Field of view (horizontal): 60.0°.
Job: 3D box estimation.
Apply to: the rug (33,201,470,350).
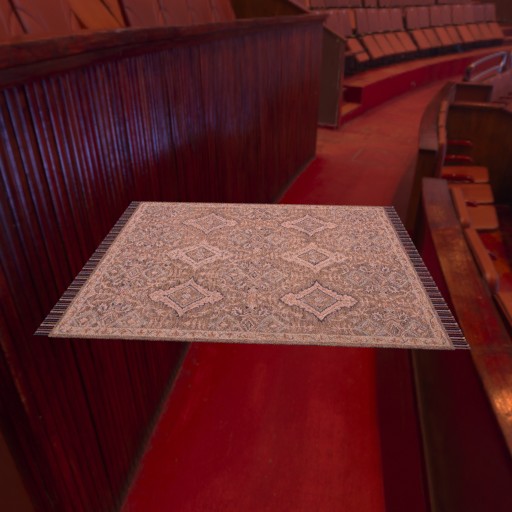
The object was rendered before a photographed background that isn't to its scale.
[{"bbox_3d":[0.000,0.000,4.137,3.056,0.010,2.437,1,30,2],"label":"rug"}]
